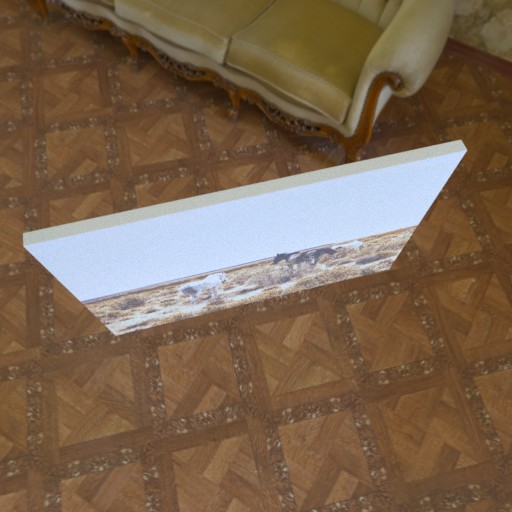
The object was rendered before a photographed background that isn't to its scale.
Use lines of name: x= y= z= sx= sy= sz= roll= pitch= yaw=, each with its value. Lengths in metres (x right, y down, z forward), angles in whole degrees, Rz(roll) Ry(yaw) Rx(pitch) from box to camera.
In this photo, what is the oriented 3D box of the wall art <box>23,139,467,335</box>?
wall art: x=0.000 y=0.000 z=1.940 sx=1.520 sy=1.016 sz=0.051 roll=-13 pitch=65 yaw=-6
